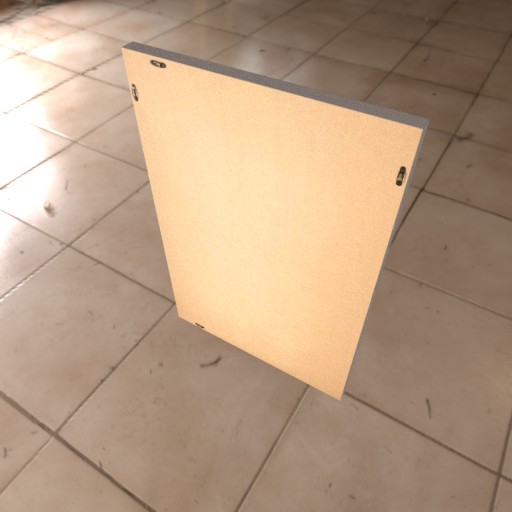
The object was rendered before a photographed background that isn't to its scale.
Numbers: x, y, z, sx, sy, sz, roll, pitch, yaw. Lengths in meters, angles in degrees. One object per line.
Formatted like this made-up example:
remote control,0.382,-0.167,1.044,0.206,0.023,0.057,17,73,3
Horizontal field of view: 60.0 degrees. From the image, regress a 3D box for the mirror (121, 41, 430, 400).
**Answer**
mirror,0.000,0.000,1.121,0.609,0.915,0.040,23,51,21
